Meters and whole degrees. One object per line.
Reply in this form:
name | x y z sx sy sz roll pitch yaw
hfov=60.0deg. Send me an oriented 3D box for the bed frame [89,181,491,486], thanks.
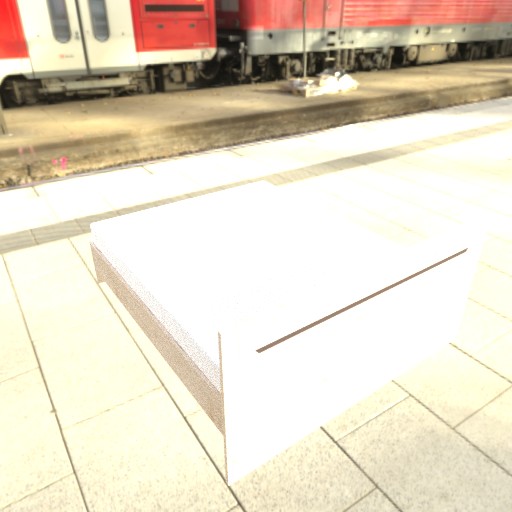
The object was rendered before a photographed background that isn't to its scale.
bed frame | 0.000 0.000 3.023 1.800 0.900 2.080 -19 35 -30
